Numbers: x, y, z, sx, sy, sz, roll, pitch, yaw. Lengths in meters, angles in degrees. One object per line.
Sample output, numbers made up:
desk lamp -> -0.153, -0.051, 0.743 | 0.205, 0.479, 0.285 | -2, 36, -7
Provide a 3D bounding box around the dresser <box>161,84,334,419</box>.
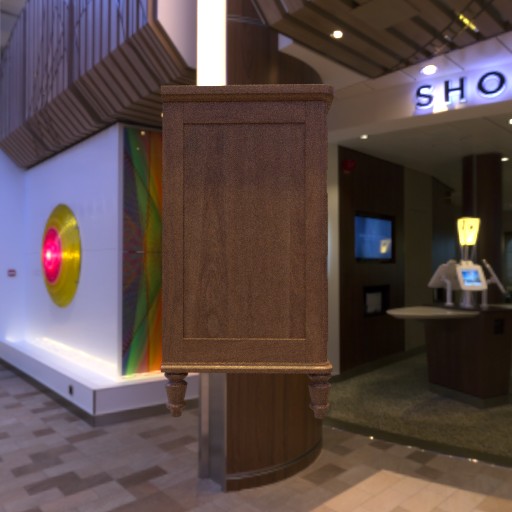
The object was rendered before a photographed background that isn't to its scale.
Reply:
dresser -> 0.000, 0.000, 1.965 | 0.468, 0.892, 1.583 | 0, -1, 1
